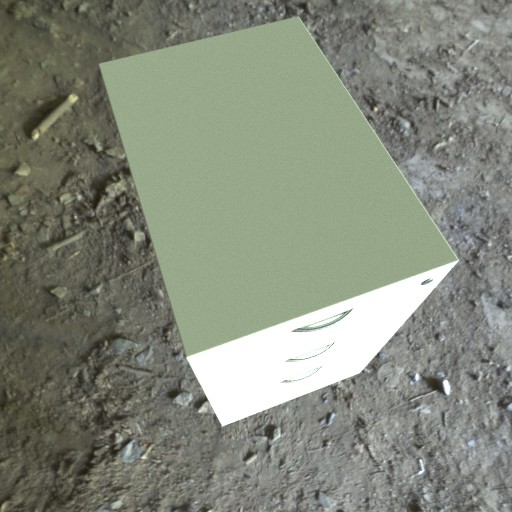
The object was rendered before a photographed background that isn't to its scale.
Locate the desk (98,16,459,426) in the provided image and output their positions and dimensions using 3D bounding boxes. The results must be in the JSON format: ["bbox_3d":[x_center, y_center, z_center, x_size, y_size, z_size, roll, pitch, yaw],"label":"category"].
[{"bbox_3d":[0.000,0.000,1.047,0.404,0.730,0.600,-18,64,-9],"label":"desk"}]
